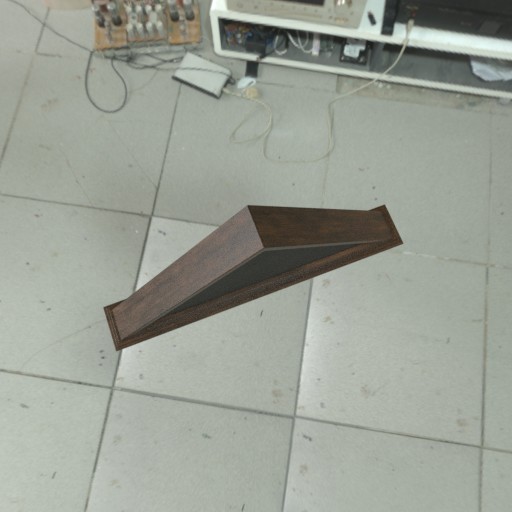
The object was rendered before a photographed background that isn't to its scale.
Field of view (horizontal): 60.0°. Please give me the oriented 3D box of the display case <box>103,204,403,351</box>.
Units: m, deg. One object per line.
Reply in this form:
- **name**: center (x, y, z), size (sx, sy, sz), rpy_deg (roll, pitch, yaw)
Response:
- **display case**: center (0.000, 0.000, 0.773), size (0.640, 0.340, 0.095), rpy_deg (-20, 77, -5)
